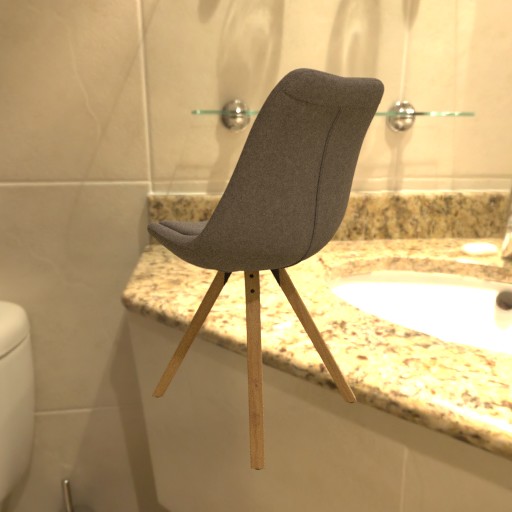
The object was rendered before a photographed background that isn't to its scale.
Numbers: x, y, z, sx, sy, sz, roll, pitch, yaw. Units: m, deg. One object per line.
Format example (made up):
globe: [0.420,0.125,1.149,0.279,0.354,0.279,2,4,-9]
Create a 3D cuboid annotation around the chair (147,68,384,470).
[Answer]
chair: [0.000,0.000,1.183,0.483,0.865,0.550,-15,22,-42]
